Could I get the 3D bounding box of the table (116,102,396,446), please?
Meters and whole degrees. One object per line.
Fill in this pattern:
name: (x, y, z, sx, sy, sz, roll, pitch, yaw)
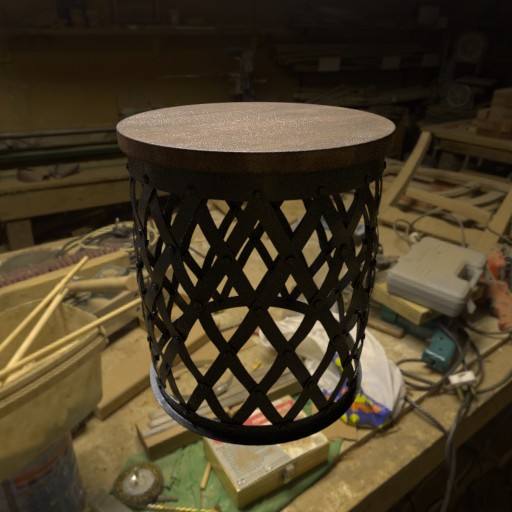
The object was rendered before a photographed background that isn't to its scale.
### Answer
table: (0.000, 0.000, 0.765, 0.405, 0.454, 0.405, 0, 26, 0)
